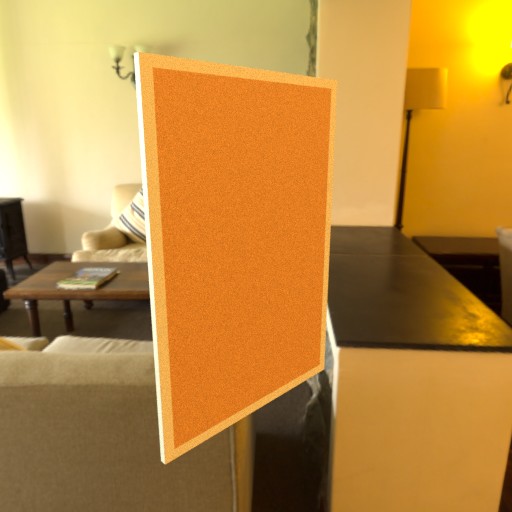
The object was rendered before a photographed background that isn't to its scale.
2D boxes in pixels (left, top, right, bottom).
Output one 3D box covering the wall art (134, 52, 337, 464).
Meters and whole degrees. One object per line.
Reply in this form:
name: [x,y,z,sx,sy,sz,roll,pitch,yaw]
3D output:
wall art: [0.000,0.000,0.838,0.013,0.656,0.456,15,21,43]
